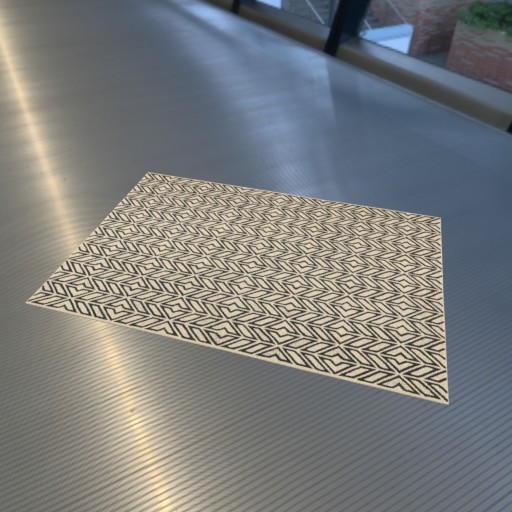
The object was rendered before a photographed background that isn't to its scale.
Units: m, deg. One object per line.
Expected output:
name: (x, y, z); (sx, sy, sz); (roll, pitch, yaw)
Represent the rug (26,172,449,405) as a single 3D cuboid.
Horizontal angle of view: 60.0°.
rug: (0.000, 0.000, 2.264); (1.828, 0.007, 1.220); (11, 42, 12)
